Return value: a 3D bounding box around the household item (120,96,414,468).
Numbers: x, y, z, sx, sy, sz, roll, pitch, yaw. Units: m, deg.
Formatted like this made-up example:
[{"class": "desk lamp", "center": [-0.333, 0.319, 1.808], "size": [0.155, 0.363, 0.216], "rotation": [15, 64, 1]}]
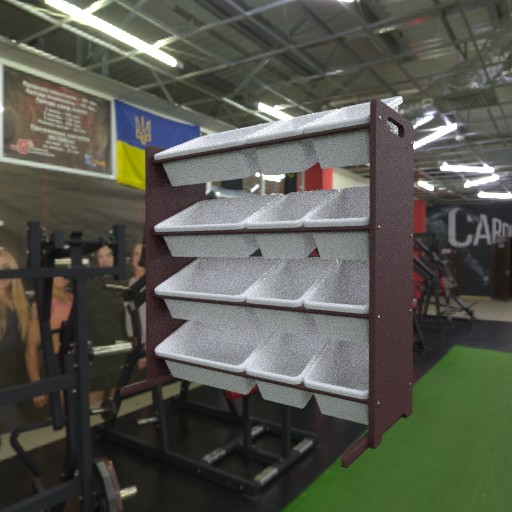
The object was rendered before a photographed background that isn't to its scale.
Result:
[{"class": "household item", "center": [0.000, 0.000, 1.288], "size": [0.787, 0.864, 0.389], "rotation": [1, 1, 36]}]
